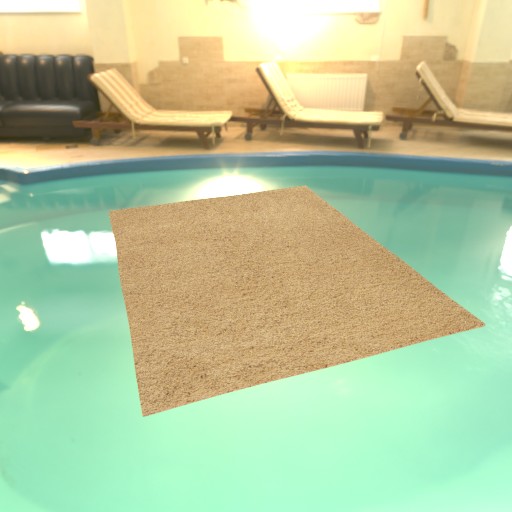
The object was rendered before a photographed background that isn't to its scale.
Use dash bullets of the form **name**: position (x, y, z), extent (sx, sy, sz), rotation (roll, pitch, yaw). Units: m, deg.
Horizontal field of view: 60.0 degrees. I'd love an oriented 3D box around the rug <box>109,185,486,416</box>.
- **rug**: position (0.000, 0.000, 4.035), extent (2.400, 0.025, 3.000), rotation (-10, 31, -17)
